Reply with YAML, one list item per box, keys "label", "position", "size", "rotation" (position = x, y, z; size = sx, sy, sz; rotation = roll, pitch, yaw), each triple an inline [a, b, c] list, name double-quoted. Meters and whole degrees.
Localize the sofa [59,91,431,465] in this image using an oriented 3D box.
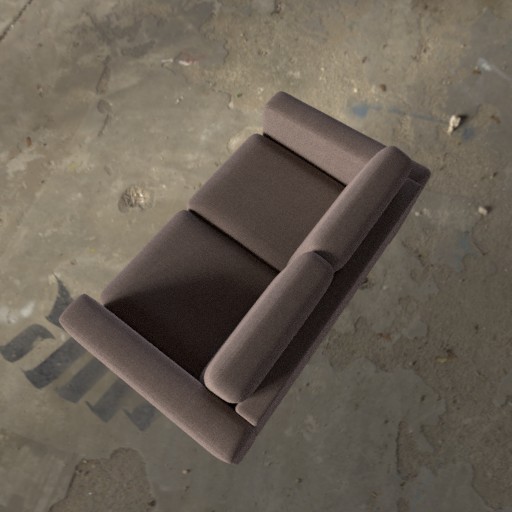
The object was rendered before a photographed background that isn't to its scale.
- label: "sofa"
  position: [0.000, 0.000, 2.023]
  size: [0.900, 0.800, 1.520]
  rotation: [34, 69, 15]
